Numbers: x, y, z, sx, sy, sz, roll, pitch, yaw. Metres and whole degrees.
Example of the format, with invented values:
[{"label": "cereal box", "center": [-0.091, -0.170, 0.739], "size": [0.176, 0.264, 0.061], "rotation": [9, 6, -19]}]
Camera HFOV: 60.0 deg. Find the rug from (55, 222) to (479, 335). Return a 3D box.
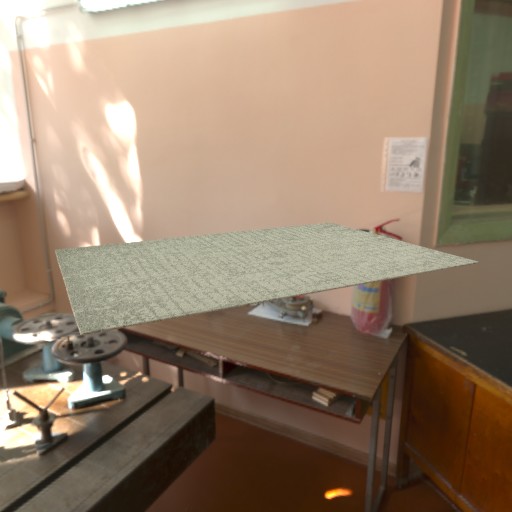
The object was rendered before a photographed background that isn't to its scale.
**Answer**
[{"label": "rug", "center": [0.000, 0.000, 2.277], "size": [1.827, 0.007, 1.211], "rotation": [-7, 16, -26]}]
